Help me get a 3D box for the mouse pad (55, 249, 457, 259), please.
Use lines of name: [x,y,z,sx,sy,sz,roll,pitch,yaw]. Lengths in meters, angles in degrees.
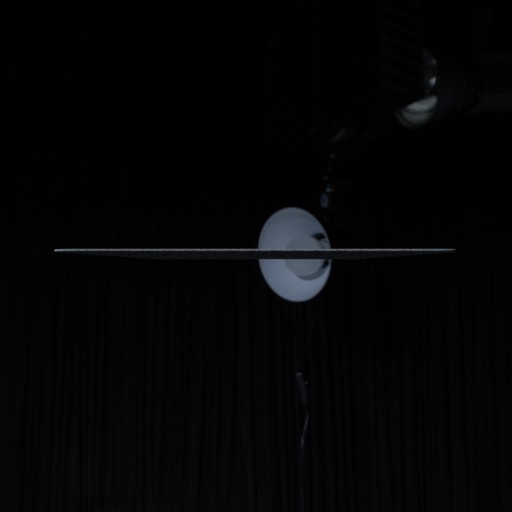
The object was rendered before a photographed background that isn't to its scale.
mouse pad: [0.000,0.000,0.638,0.393,0.002,0.451,0,-1,0]
